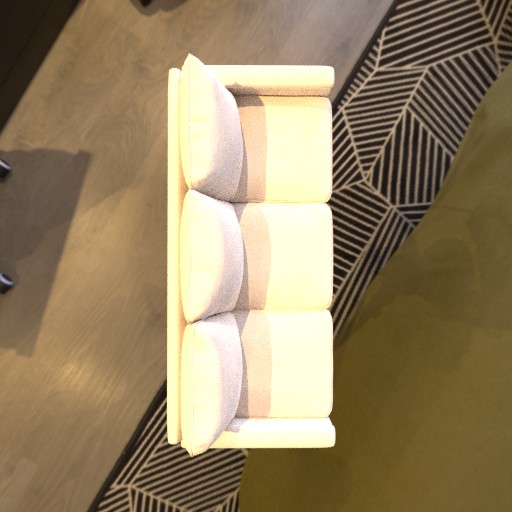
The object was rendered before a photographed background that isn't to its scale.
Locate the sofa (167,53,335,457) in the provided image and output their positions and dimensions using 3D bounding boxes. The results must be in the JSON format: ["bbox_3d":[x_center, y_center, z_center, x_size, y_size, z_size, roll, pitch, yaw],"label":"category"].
[{"bbox_3d":[0.000,0.000,2.363,0.828,0.961,1.925,0,89,0],"label":"sofa"}]
